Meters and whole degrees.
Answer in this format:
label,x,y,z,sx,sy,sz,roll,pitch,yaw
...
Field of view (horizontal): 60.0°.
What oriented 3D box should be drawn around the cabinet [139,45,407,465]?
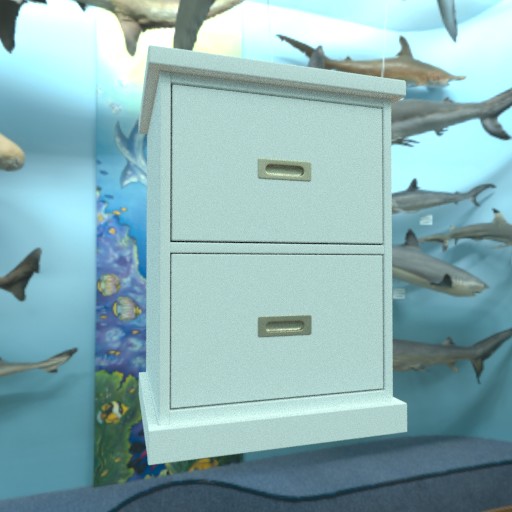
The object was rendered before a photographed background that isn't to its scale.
label,x,y,z,sx,sy,sz,roll,pitch,yaw
cabinet,0.000,0.000,1.040,0.520,0.723,0.431,0,-1,-17
